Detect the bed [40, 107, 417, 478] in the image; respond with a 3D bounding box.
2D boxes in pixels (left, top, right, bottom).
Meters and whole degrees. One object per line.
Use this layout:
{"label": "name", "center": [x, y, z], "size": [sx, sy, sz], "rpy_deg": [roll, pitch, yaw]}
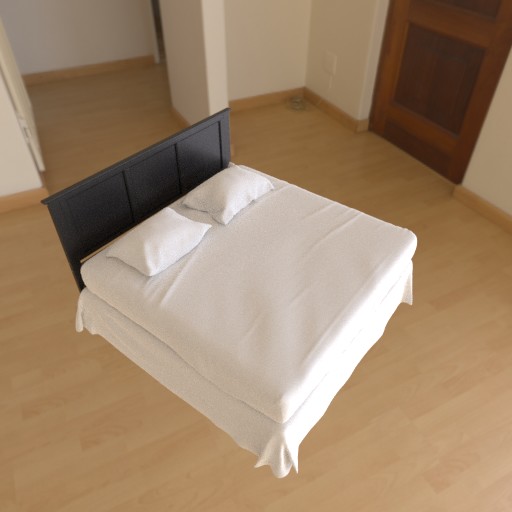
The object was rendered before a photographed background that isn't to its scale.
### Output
{"label": "bed", "center": [0.000, 0.000, 3.601], "size": [2.219, 1.271, 2.315], "rpy_deg": [27, 48, 27]}
